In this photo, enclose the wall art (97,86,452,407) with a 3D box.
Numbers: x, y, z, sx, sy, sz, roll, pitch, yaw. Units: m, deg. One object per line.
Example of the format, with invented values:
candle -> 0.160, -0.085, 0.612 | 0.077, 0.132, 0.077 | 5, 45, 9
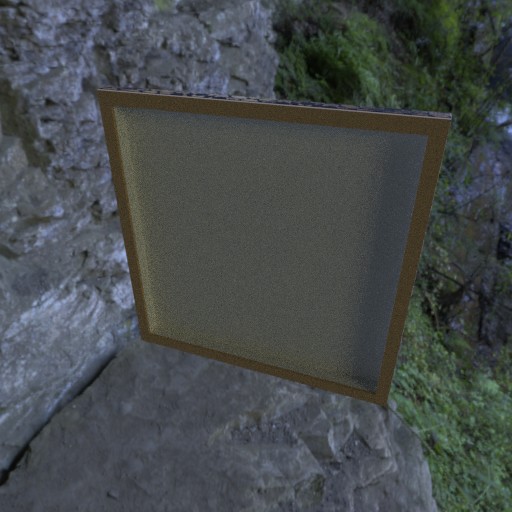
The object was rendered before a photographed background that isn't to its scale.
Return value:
wall art -> 0.000, 0.000, 0.899 | 0.612, 0.612, 0.038 | 11, 33, 17
